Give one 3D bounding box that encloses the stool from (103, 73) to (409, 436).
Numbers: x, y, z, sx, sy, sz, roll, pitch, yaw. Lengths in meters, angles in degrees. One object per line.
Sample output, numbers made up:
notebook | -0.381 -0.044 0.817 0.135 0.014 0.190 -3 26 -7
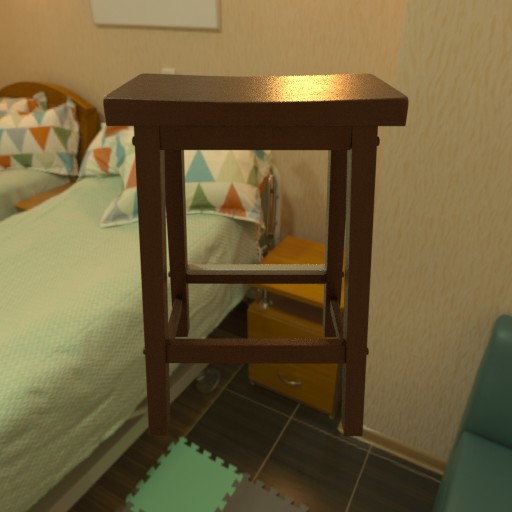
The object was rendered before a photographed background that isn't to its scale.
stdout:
stool | 0.000 0.000 0.831 0.406 0.610 0.322 0 30 0
